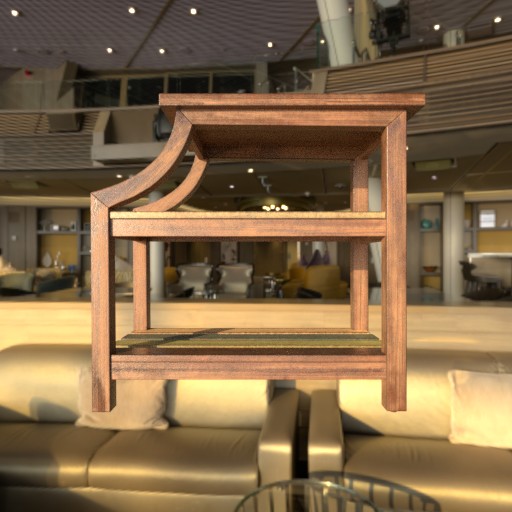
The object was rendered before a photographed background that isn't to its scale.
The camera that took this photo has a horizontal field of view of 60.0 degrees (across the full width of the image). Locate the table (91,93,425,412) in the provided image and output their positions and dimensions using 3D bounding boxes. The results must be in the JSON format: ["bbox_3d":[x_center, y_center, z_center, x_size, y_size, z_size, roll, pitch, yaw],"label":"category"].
[{"bbox_3d":[0.000,0.000,0.973,0.609,0.584,0.356,0,0,0],"label":"table"}]
